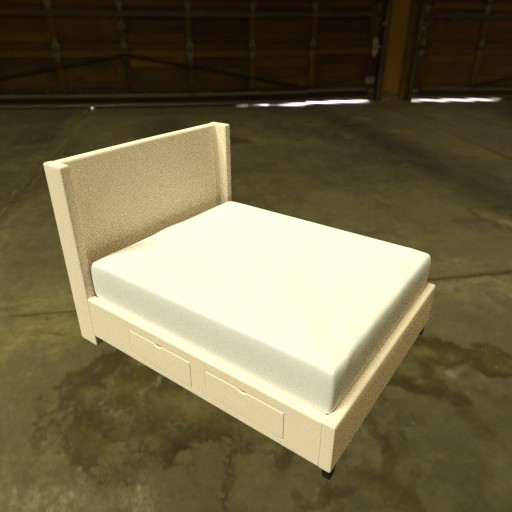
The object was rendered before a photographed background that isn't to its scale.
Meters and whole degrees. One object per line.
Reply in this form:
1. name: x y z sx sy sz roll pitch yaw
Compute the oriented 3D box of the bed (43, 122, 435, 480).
1. bed: 0.000 0.000 3.363 2.280 1.471 1.765 18 33 31
